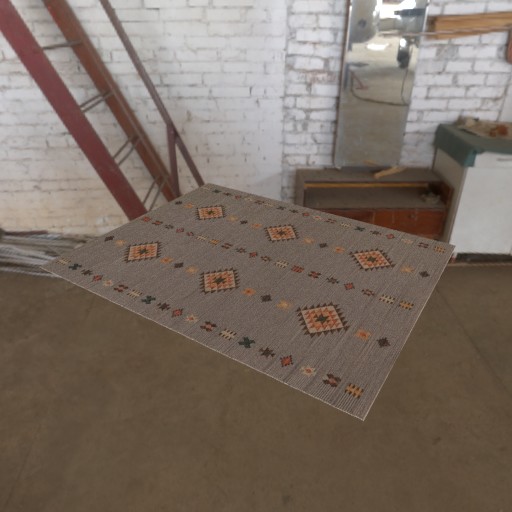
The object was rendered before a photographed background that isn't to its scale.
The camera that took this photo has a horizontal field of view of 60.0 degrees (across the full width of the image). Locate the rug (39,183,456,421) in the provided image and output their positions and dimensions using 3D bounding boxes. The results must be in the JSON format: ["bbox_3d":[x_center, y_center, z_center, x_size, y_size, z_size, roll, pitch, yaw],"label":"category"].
[{"bbox_3d":[0.000,0.000,4.113,3.035,0.008,2.425,18,35,28],"label":"rug"}]
